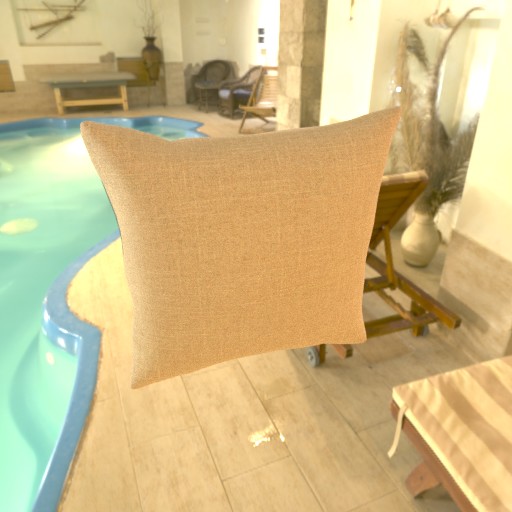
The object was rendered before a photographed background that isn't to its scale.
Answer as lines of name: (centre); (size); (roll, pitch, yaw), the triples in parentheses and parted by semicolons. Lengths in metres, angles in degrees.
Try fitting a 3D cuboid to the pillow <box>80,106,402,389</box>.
pillow: (0.000, 0.000, 0.639); (0.414, 0.399, 0.173); (-8, 28, -15)
